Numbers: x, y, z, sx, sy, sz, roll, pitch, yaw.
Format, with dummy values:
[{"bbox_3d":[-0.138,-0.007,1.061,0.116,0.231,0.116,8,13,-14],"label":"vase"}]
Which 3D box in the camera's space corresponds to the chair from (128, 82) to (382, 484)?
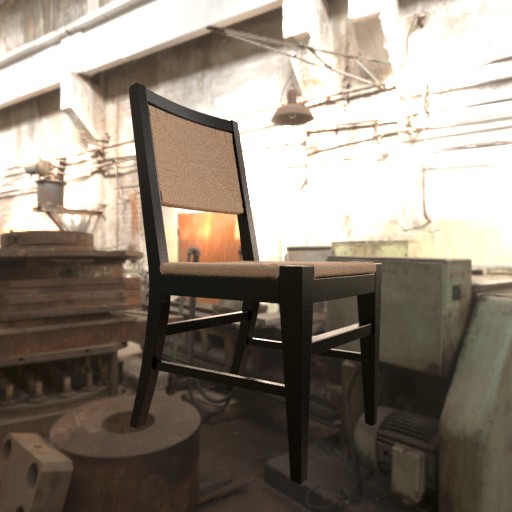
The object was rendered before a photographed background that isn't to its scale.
[{"bbox_3d":[0.000,0.000,1.212,0.552,0.927,0.437,0,0,36],"label":"chair"}]
